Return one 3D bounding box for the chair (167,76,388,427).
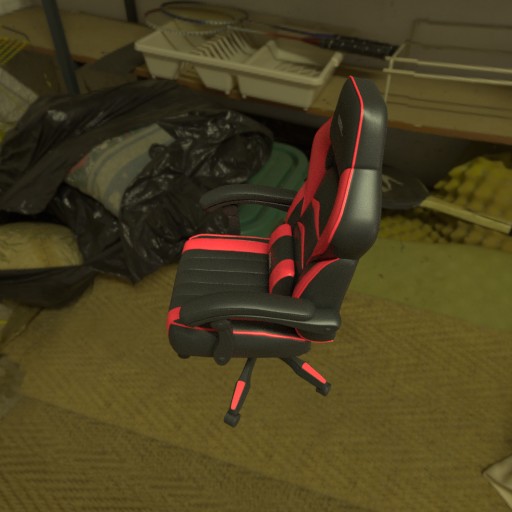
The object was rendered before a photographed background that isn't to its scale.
[{"bbox_3d":[0.000,0.000,1.601,0.700,1.220,0.700,0,42,0],"label":"chair"}]
